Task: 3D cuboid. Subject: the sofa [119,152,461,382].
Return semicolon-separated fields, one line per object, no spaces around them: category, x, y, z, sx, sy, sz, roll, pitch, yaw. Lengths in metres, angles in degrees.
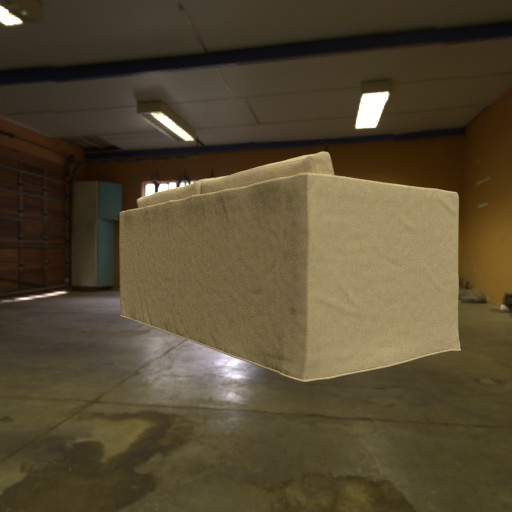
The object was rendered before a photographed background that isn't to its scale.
sofa;0.000;0.000;2.526;0.962;0.835;1.959;-1;1;-35
